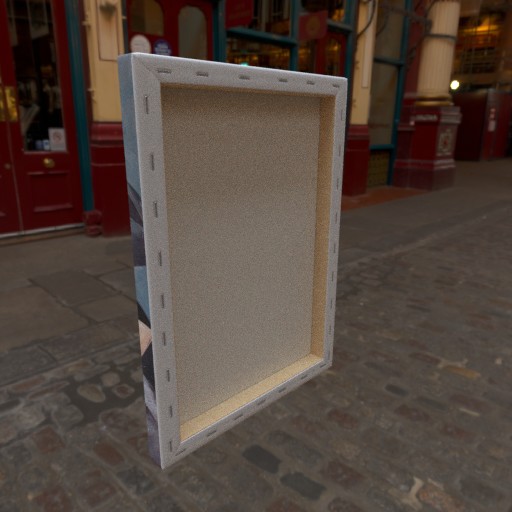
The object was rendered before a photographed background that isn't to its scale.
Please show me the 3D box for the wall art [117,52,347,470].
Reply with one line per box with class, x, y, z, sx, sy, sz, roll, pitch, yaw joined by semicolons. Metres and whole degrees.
wall art;0.000;0.000;0.783;0.455;0.613;0.037;-16;23;-42
